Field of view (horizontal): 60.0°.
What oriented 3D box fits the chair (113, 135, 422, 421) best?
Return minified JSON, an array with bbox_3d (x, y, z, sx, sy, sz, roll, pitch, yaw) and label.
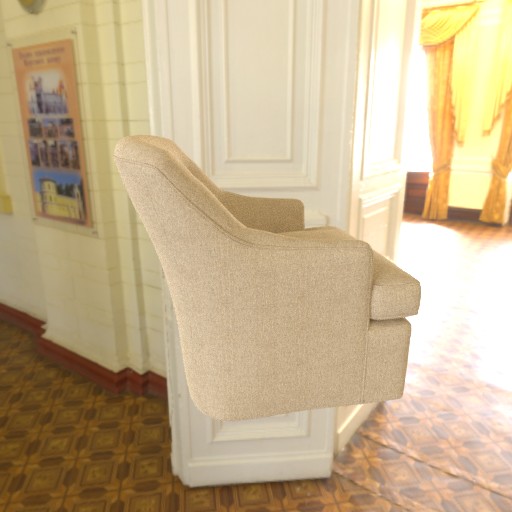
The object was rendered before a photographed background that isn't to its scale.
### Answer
[{"bbox_3d":[0.000,0.000,1.625,0.923,0.856,0.864,-3,17,-9],"label":"chair"}]
